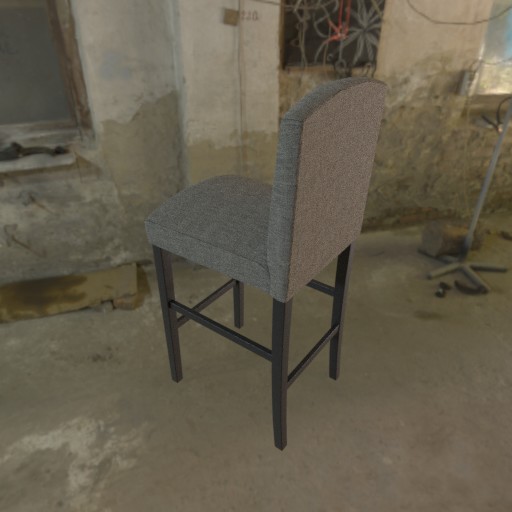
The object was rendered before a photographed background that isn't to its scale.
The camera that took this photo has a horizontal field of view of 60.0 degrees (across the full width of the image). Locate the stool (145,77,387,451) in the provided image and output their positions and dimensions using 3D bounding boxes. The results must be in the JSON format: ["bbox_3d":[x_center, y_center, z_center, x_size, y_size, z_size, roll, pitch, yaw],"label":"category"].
[{"bbox_3d":[0.000,0.000,1.442,0.552,1.138,0.451,22,38,30],"label":"stool"}]
